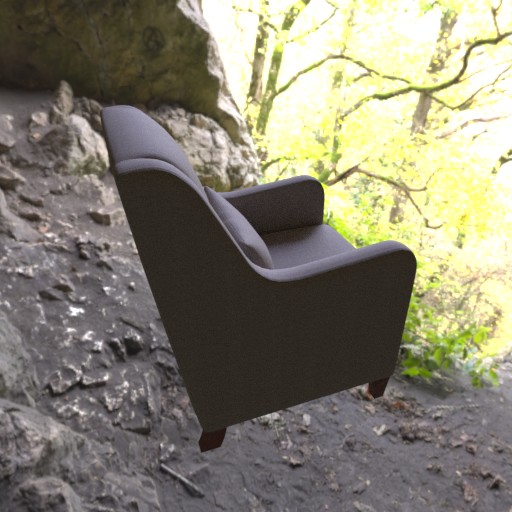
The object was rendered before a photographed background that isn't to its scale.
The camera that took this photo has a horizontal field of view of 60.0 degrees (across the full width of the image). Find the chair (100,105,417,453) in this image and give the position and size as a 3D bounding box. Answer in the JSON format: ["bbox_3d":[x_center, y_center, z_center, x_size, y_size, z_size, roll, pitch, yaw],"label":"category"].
[{"bbox_3d":[0.000,0.000,1.586,0.890,1.017,0.715,-10,32,-17],"label":"chair"}]
